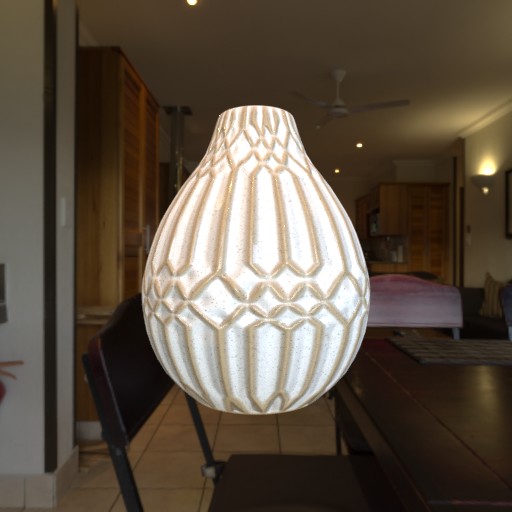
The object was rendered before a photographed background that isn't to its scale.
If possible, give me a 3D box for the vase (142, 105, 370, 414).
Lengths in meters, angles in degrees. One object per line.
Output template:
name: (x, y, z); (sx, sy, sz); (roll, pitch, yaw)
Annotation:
vase: (0.000, 0.000, 0.319); (0.159, 0.200, 0.159); (0, 0, 0)
